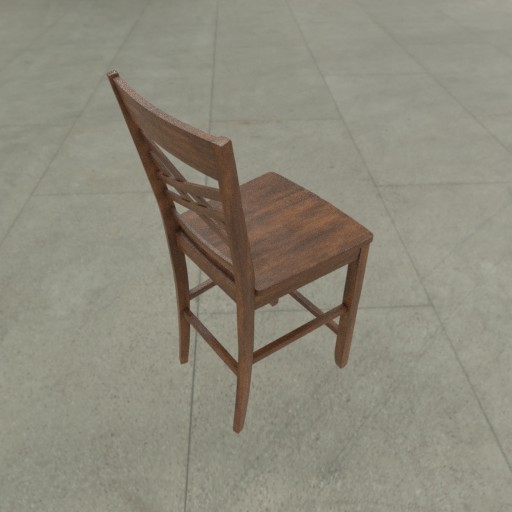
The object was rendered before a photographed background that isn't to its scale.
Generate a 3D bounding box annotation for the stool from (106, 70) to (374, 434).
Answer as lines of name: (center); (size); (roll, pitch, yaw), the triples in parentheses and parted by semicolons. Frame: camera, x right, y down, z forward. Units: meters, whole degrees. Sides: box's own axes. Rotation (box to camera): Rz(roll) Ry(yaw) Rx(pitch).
stool: (0.000, 0.000, 1.348); (0.539, 1.079, 0.462); (-27, 48, -28)
